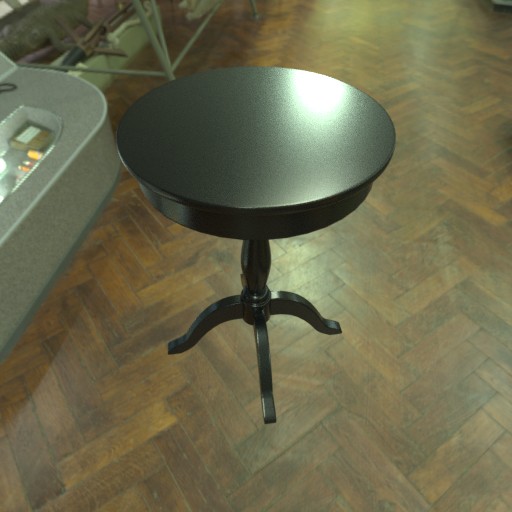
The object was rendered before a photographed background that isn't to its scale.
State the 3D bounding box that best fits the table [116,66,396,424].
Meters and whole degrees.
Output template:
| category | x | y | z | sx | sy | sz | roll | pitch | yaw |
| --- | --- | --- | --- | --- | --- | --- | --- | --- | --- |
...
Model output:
| category | x | y | z | sx | sy | sz | roll | pitch | yaw |
| --- | --- | --- | --- | --- | --- | --- | --- | --- | --- |
| table | 0.000 | 0.000 | 1.006 | 0.481 | 0.665 | 0.481 | 0 | 45 | 0 |
